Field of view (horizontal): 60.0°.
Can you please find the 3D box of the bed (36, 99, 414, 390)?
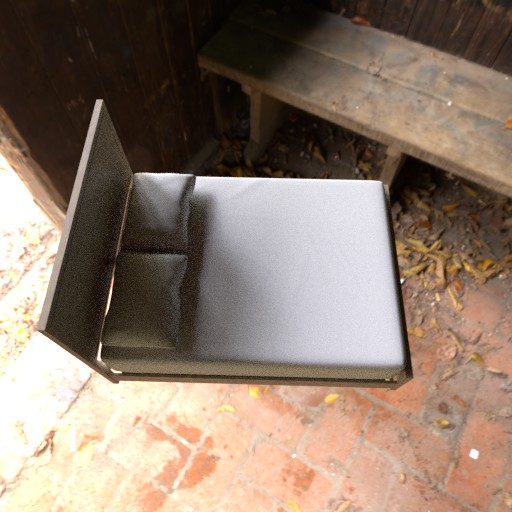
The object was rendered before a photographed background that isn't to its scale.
[{"bbox_3d":[0.000,0.000,3.213,2.189,1.369,1.606,1,63,1],"label":"bed"}]
